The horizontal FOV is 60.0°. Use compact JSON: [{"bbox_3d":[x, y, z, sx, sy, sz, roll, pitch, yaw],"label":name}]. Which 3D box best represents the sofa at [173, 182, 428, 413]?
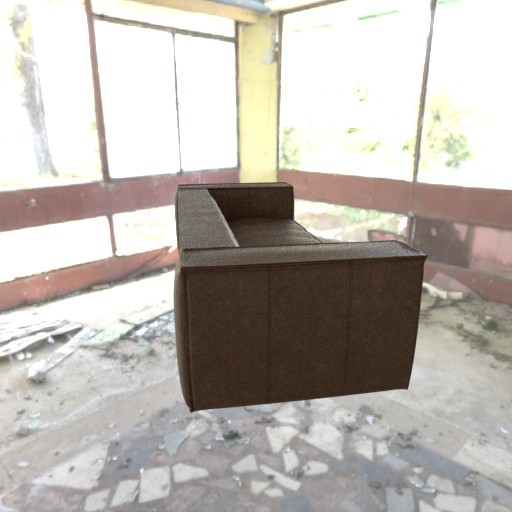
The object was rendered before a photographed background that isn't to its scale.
[{"bbox_3d":[0.000,0.000,3.070,1.102,0.701,2.581,-3,17,-10],"label":"sofa"}]
